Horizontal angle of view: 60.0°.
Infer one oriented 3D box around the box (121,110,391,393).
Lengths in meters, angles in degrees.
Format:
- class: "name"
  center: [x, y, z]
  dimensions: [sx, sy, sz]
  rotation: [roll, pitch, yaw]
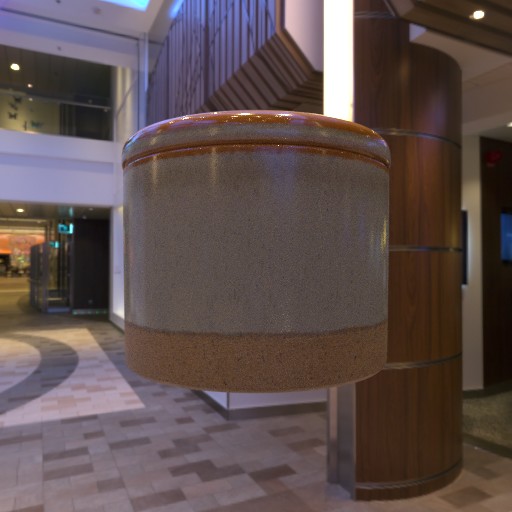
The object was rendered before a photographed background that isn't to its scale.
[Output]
- class: "box"
  center: [0.000, 0.000, 0.211]
  dimensions: [0.123, 0.100, 0.123]
  rotation: [0, -1, 0]
